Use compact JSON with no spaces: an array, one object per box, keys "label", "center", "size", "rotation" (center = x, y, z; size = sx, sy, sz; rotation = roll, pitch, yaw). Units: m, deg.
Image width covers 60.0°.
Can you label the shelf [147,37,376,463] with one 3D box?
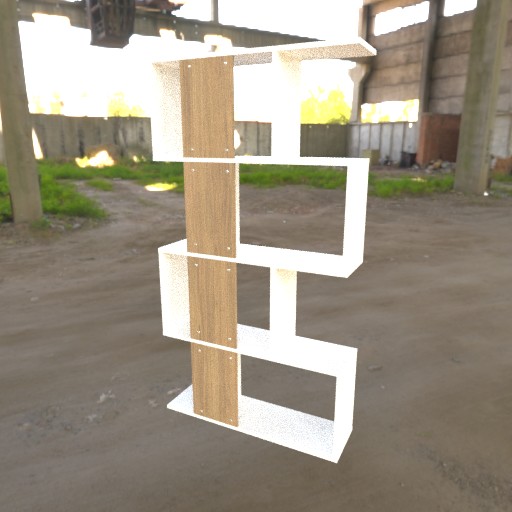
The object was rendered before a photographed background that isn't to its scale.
[{"label":"shelf","center":[0.000,0.000,1.966],"size":[0.890,1.650,0.250],"rotation":[7,16,26]}]
